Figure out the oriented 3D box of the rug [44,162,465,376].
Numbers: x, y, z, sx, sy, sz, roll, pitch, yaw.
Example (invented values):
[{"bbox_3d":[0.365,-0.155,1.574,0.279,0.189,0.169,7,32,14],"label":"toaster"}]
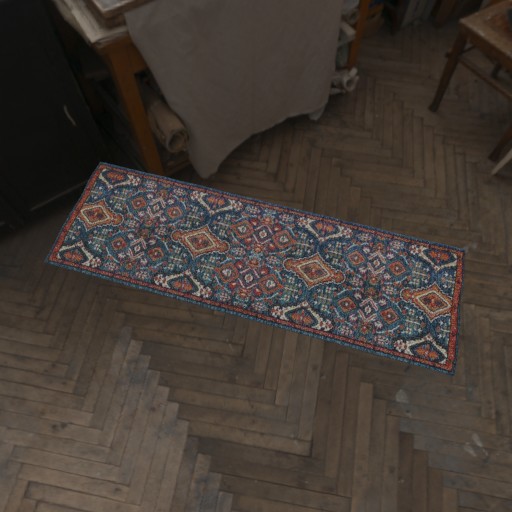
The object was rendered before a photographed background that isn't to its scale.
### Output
[{"bbox_3d":[0.000,0.000,2.703,2.459,0.010,0.801,14,64,7],"label":"rug"}]
